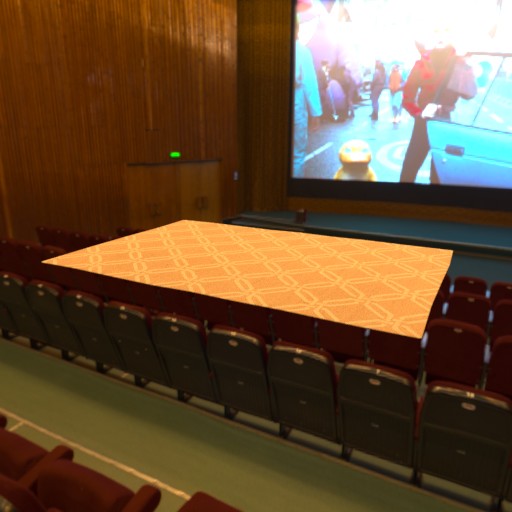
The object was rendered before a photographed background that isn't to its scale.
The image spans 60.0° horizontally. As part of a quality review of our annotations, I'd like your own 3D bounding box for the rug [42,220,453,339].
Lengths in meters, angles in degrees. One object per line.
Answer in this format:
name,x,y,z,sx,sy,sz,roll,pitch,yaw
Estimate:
rug,0.000,0.000,2.219,1.745,0.010,1.146,8,18,26
